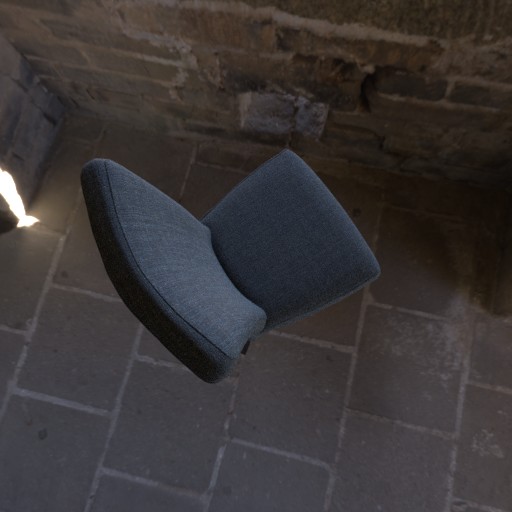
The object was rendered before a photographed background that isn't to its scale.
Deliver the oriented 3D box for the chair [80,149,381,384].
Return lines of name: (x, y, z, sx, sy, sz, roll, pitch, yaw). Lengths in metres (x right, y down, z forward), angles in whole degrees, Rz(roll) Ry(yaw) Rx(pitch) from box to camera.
chair: (0.000, 0.000, 1.354, 0.660, 0.991, 0.520, -33, 78, -8)
